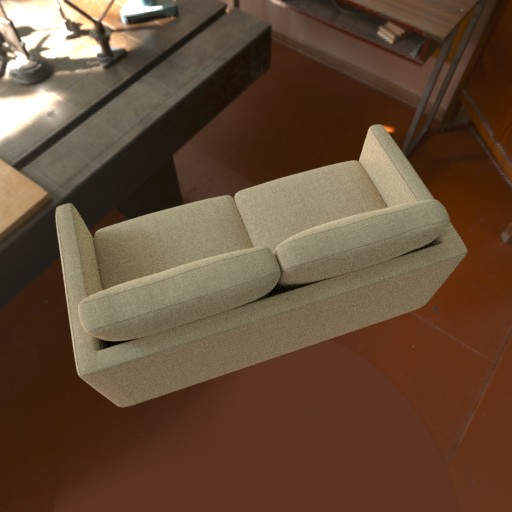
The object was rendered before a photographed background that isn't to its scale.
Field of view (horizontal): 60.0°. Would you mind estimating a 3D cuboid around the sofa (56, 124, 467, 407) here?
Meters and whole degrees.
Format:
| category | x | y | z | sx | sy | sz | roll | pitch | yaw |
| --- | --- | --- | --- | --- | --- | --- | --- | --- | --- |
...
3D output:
| category | x | y | z | sx | sy | sz | roll | pitch | yaw |
| --- | --- | --- | --- | --- | --- | --- | --- | --- | --- |
| sofa | 0.000 | 0.000 | 2.425 | 1.884 | 0.963 | 0.950 | -16 | 61 | -9 |
